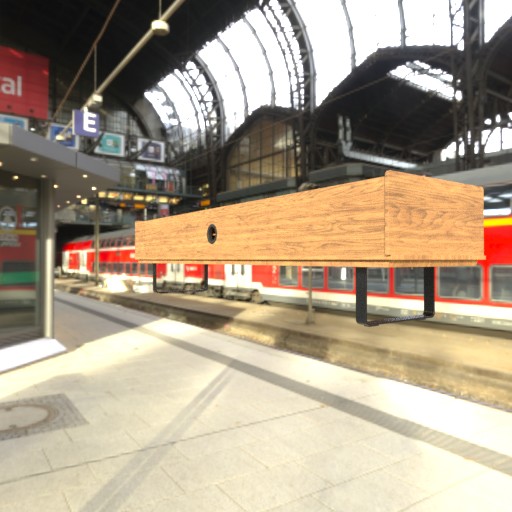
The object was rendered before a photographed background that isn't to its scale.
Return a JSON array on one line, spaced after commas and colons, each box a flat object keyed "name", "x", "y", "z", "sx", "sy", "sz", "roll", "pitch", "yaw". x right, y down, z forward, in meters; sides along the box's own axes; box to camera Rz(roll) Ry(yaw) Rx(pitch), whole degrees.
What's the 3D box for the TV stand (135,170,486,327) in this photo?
[{"name": "TV stand", "x": 0.000, "y": 0.000, "z": 1.967, "sx": 0.467, "sy": 0.415, "sz": 1.796, "roll": 0, "pitch": -1, "yaw": -35}]
